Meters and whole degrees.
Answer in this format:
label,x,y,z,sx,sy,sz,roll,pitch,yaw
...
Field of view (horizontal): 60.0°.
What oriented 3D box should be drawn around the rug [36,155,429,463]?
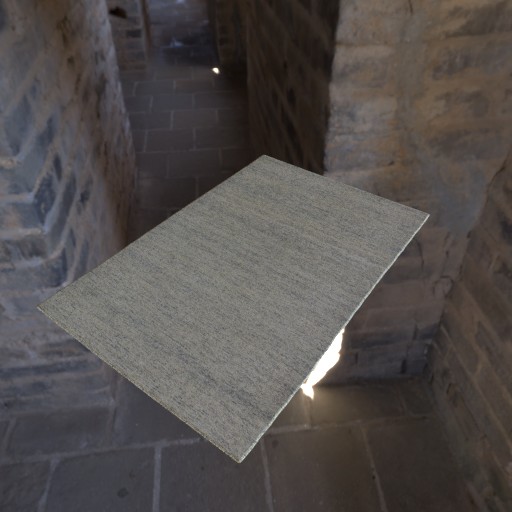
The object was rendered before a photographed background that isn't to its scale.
label,x,y,z,sx,sy,sz,roll,pitch,yaw
rug,0.000,0.000,2.917,1.523,0.017,2.263,26,48,27
